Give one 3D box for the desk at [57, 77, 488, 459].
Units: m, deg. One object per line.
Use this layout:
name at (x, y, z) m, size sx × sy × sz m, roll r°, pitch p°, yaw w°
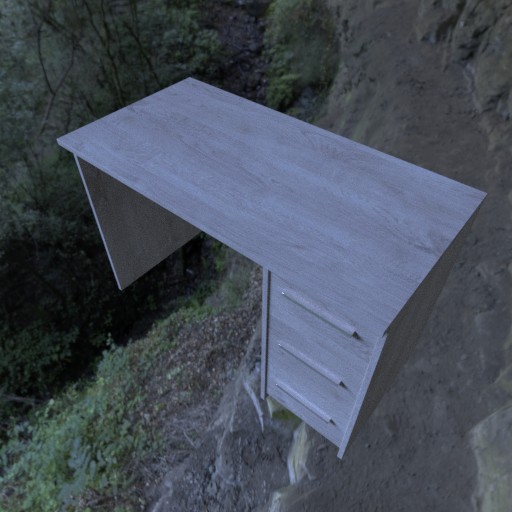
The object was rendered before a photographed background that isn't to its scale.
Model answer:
desk at (0.000, 0.000, 1.504) m, size 1.097 × 0.735 × 0.560 m, roll 31°, pitch 53°, yaw 26°
